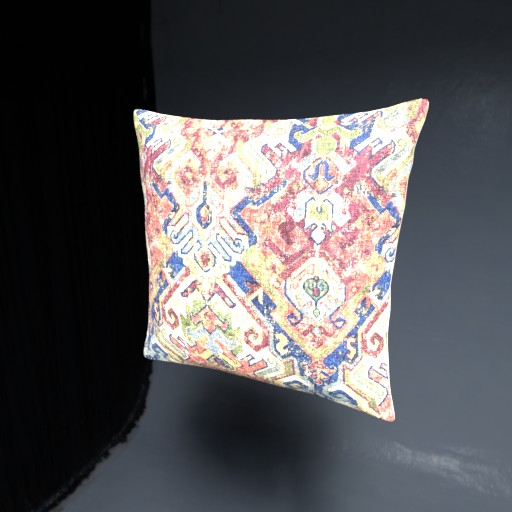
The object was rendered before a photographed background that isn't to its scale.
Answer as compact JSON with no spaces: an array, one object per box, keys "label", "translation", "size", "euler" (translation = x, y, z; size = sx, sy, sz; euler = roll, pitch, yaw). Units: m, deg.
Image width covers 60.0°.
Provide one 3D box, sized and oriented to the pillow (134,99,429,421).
[{"label":"pillow","translation":[0.000,0.000,0.780],"size":[0.523,0.506,0.166],"euler":[7,16,25]}]
